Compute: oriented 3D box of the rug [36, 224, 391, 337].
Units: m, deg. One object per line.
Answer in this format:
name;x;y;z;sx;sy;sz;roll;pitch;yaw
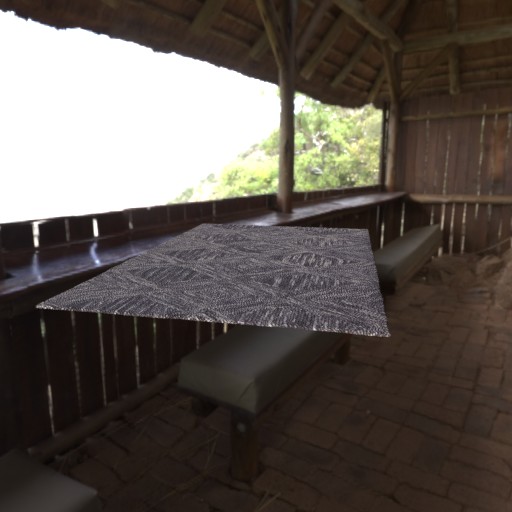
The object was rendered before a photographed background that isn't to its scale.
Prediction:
rug;0.000;0.000;2.276;1.186;0.012;1.814;3;14;12
